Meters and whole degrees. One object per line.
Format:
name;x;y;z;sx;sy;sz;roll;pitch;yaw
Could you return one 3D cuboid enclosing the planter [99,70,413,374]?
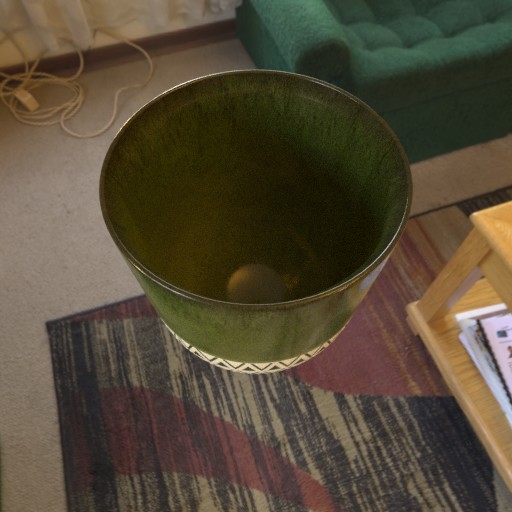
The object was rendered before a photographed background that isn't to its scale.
planter;0.000;0.000;0.465;0.245;0.270;0.245;0;59;0
